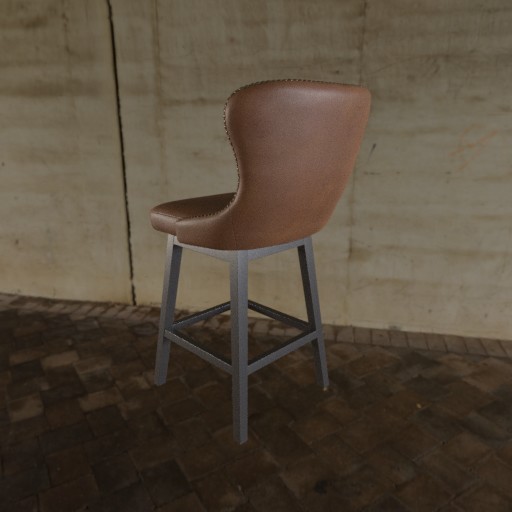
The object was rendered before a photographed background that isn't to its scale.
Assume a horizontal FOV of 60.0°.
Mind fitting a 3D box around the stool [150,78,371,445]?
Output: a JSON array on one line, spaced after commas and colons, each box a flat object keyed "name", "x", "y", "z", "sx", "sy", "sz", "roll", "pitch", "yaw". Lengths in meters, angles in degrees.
[{"name": "stool", "x": 0.000, "y": 0.000, "z": 1.367, "sx": 0.593, "sy": 0.971, "sz": 0.528, "roll": 16, "pitch": 23, "yaw": 42}]
